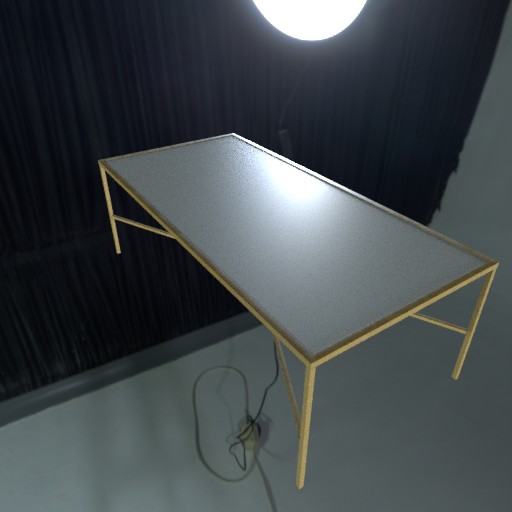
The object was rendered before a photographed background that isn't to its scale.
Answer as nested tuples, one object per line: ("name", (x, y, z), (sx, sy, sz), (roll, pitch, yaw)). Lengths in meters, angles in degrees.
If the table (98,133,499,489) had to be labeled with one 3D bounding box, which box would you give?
("table", (0.000, 0.000, 1.444), (0.580, 0.398, 1.206), (-20, 38, -28))
